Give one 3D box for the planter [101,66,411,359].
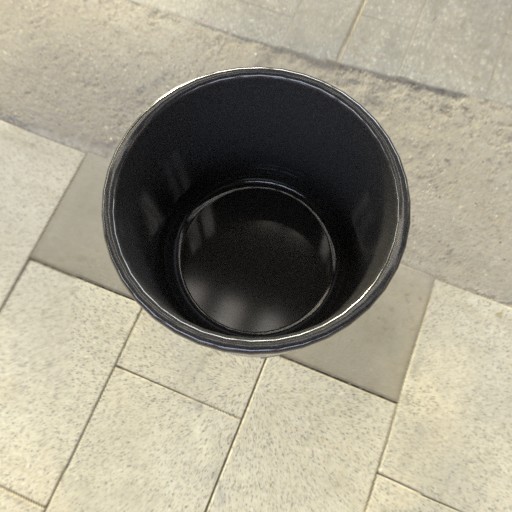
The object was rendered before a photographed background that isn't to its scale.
[{"bbox_3d":[0.000,0.000,0.526,0.251,0.355,0.251,19,75,5],"label":"planter"}]
